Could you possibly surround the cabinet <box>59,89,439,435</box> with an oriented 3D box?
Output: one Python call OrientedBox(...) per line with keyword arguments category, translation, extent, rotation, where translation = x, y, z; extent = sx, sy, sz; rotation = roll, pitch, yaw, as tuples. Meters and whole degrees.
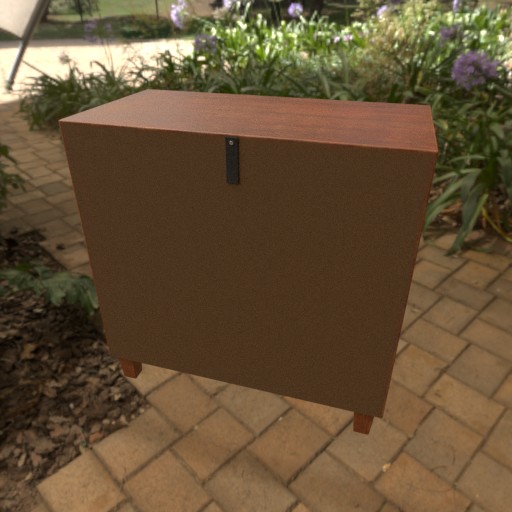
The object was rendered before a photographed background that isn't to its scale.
OrientedBox(category="cabinet", translation=(0.000, 0.000, 1.244), extent=(0.796, 0.785, 0.412), rotation=(9, 31, 14))
